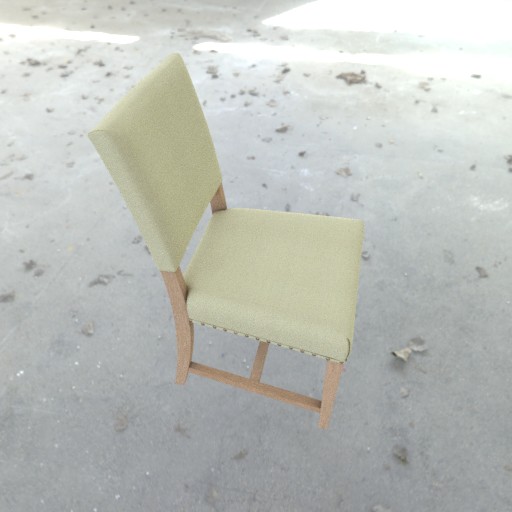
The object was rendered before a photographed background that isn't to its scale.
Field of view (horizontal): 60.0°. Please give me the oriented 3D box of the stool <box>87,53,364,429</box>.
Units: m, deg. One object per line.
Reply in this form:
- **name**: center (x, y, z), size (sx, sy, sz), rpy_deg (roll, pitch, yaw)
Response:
- **stool**: center (0.000, 0.000, 1.332), size (0.623, 0.986, 0.508), rpy_deg (10, 45, 10)
